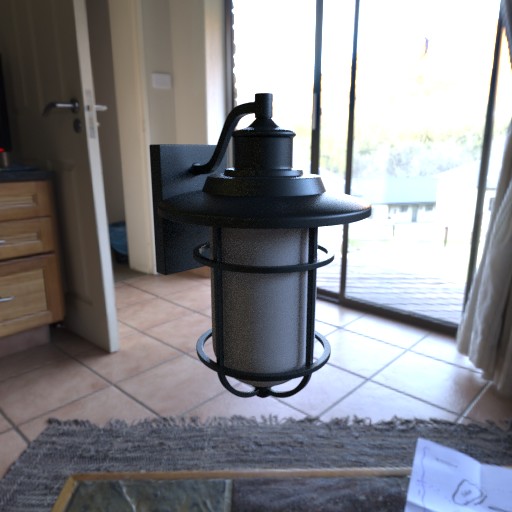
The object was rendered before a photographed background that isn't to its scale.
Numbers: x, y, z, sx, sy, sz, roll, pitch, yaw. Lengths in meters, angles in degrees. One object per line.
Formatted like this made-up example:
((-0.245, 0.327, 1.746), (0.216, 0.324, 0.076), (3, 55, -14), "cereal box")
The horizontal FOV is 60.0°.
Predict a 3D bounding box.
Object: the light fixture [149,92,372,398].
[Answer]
((0.000, 0.000, 0.501), (0.252, 0.345, 0.222), (13, 19, 43), "light fixture")
